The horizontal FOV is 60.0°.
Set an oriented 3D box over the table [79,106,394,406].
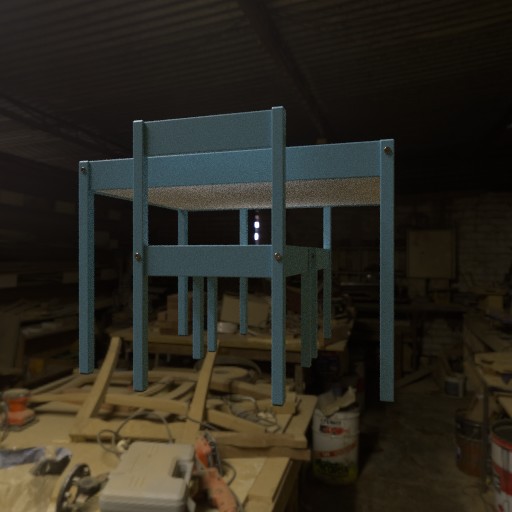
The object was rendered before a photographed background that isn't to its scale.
[{"bbox_3d":[0.000,0.000,1.082,0.639,0.503,0.633,0,0,17],"label":"table"}]
